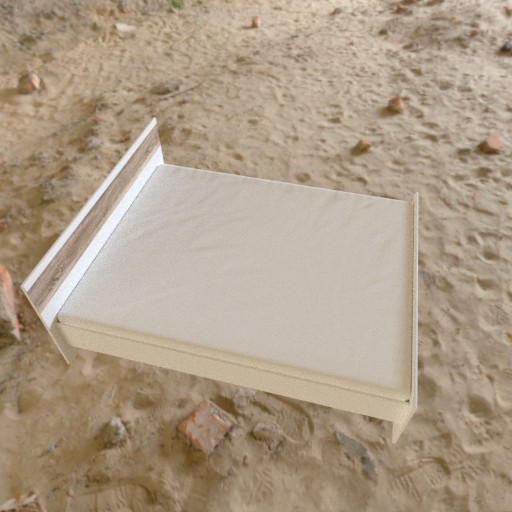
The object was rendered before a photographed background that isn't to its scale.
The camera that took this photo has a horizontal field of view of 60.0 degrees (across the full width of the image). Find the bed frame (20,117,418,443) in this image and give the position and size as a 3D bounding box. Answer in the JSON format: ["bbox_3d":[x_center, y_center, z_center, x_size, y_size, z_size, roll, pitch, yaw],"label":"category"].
[{"bbox_3d":[0.000,0.000,2.959,2.060,0.800,1.720,10,48,10],"label":"bed frame"}]
